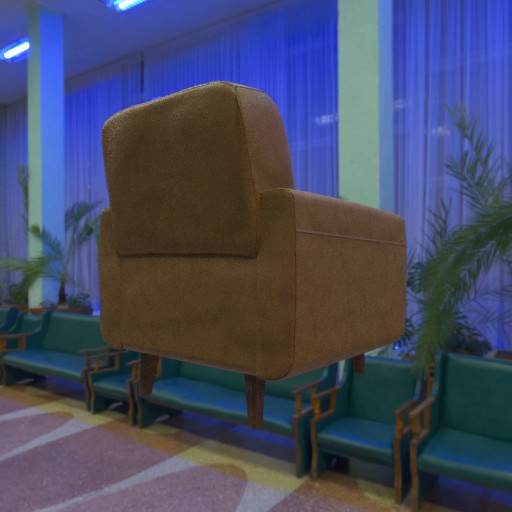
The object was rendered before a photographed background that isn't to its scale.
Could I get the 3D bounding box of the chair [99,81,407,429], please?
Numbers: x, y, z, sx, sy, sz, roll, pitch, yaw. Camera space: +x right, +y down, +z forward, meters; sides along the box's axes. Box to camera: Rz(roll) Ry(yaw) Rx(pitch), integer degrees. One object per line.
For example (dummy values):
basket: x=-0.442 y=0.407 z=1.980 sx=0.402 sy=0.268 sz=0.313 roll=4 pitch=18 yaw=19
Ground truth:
chair: x=0.000 y=0.000 z=1.663 sx=0.845 sy=0.968 sz=0.942 roll=0 pitch=0 yaw=37
